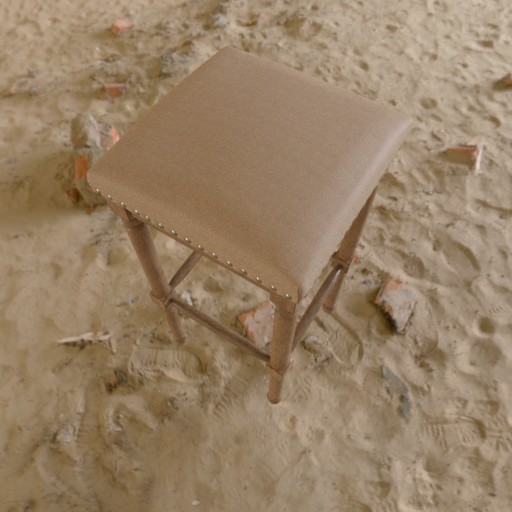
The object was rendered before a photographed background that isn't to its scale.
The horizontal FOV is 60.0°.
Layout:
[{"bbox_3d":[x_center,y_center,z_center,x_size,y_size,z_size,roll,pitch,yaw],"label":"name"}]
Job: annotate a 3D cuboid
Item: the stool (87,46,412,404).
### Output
[{"bbox_3d":[0.000,0.000,0.985,0.382,0.768,0.383,28,63,16],"label":"stool"}]
